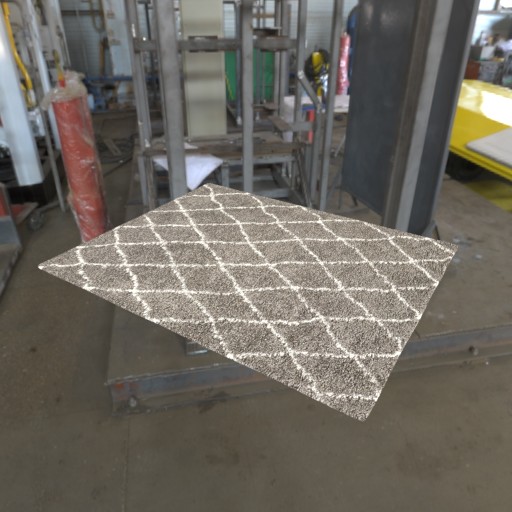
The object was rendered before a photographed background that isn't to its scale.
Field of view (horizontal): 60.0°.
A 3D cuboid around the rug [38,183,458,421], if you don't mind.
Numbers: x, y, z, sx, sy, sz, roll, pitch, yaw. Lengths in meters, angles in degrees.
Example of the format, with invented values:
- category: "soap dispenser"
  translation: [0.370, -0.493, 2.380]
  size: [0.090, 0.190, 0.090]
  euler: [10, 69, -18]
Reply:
- category: "rug"
  translation: [0.000, 0.000, 4.082]
  size: [3.047, 0.029, 2.438]
  euler: [18, 35, 28]
